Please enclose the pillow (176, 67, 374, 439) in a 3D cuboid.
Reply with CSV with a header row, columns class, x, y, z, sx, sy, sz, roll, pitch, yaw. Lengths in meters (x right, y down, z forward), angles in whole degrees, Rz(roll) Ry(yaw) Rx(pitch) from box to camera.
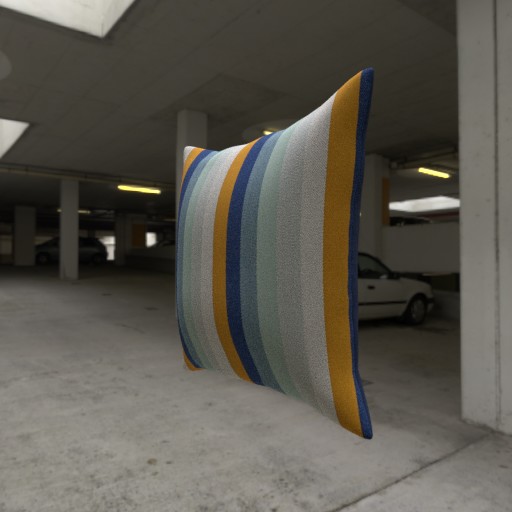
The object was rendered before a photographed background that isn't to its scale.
class,x,y,z,sx,sy,sz,roll,pitch,yaw
pillow,0.000,0.000,0.719,0.173,0.454,0.463,1,-2,-38
